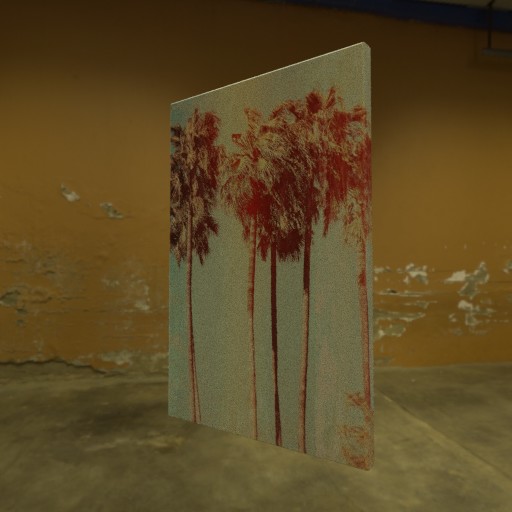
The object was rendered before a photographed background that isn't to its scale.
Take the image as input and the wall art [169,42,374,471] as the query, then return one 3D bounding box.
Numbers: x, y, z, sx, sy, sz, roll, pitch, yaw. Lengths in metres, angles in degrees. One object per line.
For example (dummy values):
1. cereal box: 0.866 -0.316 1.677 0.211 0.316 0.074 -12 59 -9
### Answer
1. wall art: 0.000 0.000 1.132 0.605 0.915 0.037 -1 -3 36
